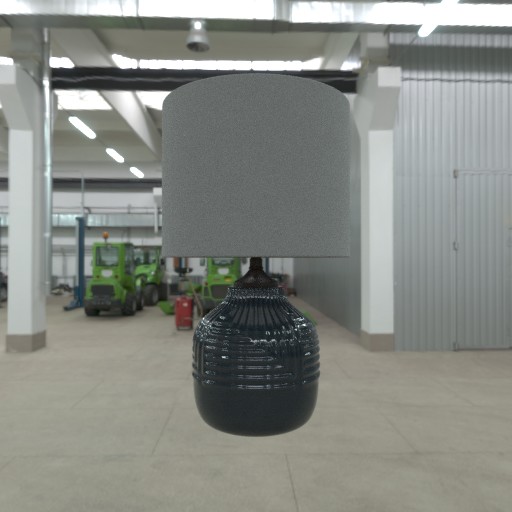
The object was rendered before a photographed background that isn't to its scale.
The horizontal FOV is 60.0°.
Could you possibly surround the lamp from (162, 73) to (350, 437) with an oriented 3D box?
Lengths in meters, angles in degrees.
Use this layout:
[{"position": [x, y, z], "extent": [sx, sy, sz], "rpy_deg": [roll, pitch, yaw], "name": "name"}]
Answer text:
[{"position": [0.000, 0.000, 0.764], "extent": [0.318, 0.567, 0.318], "rpy_deg": [0, 0, 0], "name": "lamp"}]
